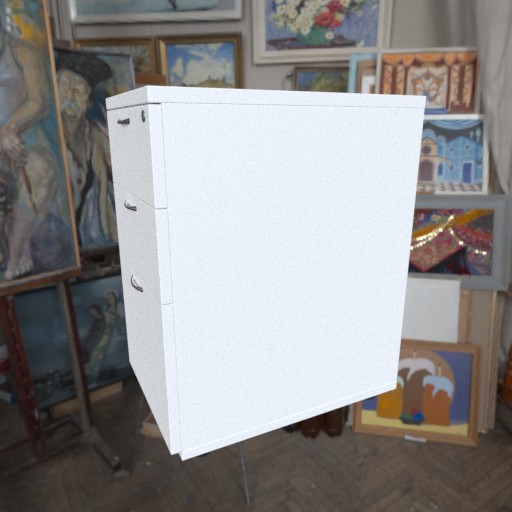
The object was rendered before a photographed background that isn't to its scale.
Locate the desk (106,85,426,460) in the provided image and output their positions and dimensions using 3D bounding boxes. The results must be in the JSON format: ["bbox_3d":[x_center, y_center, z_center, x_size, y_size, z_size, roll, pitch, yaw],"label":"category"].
[{"bbox_3d":[0.000,0.000,1.081,0.600,0.730,0.404,-8,18,-25],"label":"desk"}]
